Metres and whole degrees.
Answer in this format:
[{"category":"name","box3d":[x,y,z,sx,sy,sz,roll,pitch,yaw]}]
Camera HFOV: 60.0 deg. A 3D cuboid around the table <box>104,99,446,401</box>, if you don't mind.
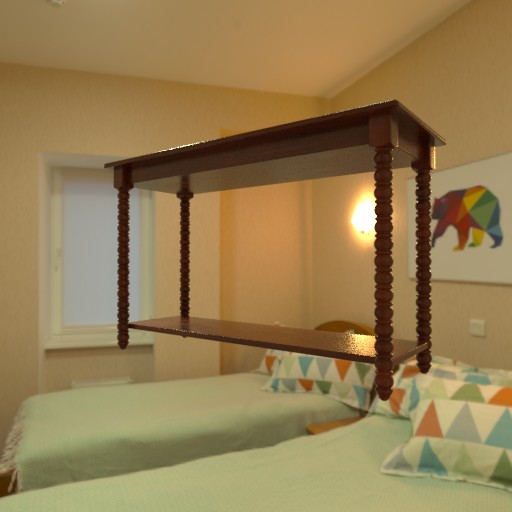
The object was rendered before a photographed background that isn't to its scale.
[{"category":"table","box3d":[0.000,0.000,1.584,1.184,0.740,0.459,0,-1,37]}]
